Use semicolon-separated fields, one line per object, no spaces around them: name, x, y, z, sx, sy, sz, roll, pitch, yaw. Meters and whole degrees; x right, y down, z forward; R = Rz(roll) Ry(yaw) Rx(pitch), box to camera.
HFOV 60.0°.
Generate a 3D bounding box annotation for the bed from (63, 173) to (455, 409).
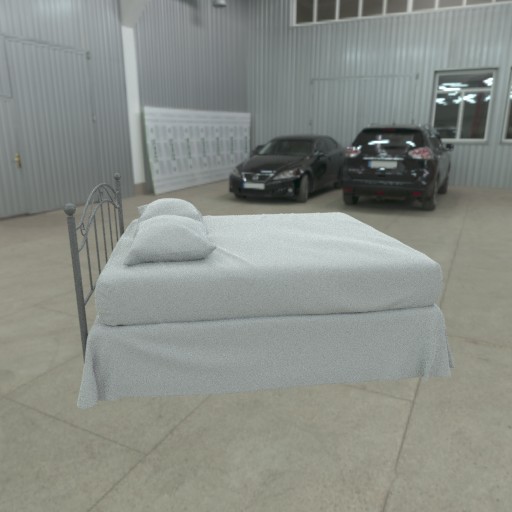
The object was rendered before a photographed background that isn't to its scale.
bed;0.000;0.000;3.245;2.215;1.080;1.936;-2;16;-8
